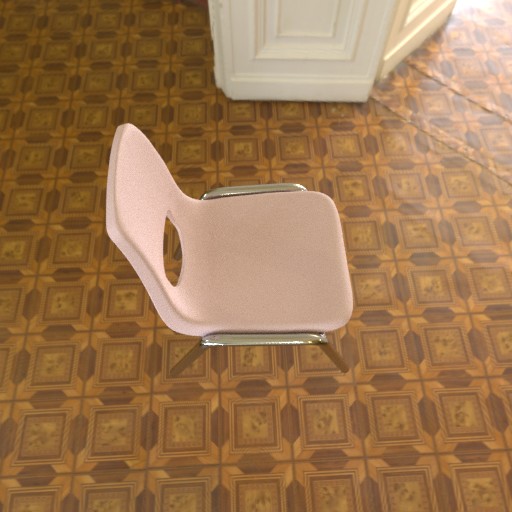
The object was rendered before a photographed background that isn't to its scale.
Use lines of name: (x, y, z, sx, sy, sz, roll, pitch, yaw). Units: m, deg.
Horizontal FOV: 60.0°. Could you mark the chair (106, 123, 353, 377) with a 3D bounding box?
chair: (0.000, 0.000, 0.863, 0.423, 0.586, 0.354, -3, 63, -1)
